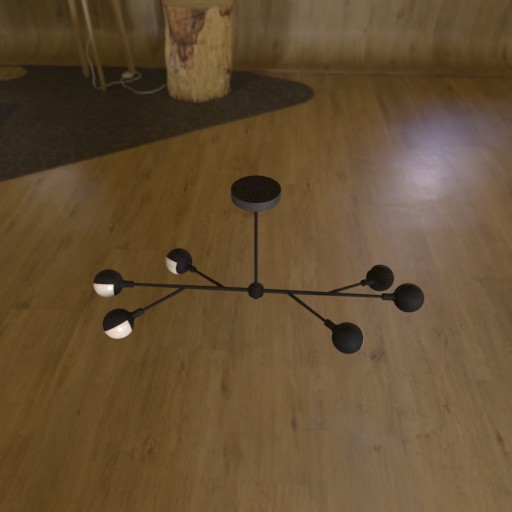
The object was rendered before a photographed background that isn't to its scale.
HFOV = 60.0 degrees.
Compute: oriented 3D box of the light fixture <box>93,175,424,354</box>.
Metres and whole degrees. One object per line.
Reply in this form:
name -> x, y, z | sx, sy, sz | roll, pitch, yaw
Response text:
light fixture -> 0.000, 0.000, 1.009 | 0.778, 0.362, 0.434 | 13, 44, 15
